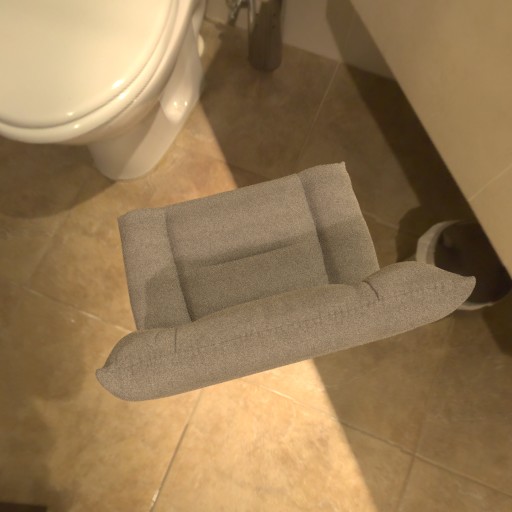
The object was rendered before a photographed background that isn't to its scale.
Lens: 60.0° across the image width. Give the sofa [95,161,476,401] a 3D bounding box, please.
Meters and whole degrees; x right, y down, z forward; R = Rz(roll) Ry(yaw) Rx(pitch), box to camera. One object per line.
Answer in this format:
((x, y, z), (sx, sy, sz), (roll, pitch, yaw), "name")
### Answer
((0.000, 0.000, 1.707), (1.144, 0.795, 0.847), (-14, 76, -4), "sofa")
